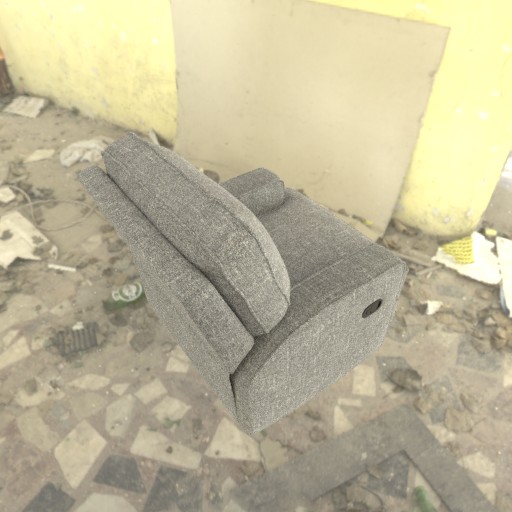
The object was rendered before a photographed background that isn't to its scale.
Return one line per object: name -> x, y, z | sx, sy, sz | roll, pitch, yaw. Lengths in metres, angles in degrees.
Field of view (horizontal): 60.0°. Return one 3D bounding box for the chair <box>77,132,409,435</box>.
chair -> 0.000, 0.000, 1.712 | 0.964, 0.962, 0.861 | -26, 47, -27
